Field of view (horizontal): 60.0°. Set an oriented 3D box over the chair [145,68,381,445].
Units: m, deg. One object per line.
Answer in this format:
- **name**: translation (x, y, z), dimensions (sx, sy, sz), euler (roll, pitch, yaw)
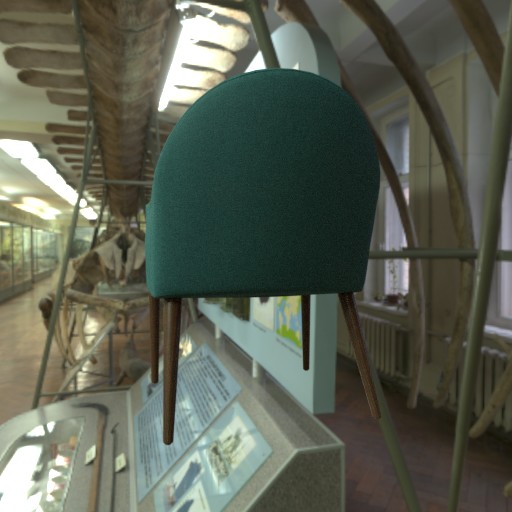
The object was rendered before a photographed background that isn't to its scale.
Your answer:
- **chair**: translation (0.000, 0.000, 1.369), dimensions (0.656, 0.907, 0.652), euler (0, 1, -16)
